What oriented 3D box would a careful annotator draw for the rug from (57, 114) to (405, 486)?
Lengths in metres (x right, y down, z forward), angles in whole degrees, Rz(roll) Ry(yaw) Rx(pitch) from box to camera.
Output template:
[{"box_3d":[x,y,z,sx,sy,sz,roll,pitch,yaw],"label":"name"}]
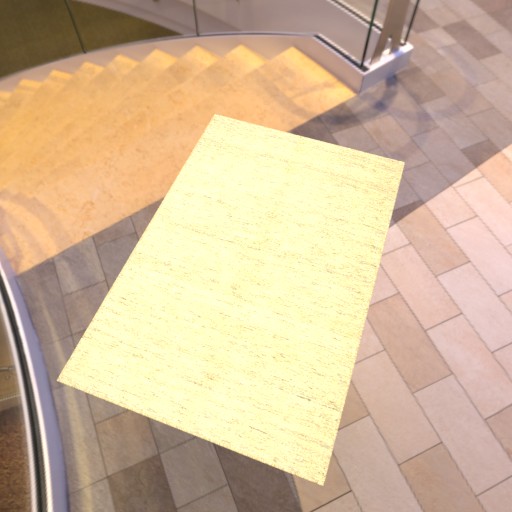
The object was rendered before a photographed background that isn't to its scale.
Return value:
[{"box_3d":[0.000,0.000,2.340,1.250,0.015,1.850,17,61,10],"label":"rug"}]
